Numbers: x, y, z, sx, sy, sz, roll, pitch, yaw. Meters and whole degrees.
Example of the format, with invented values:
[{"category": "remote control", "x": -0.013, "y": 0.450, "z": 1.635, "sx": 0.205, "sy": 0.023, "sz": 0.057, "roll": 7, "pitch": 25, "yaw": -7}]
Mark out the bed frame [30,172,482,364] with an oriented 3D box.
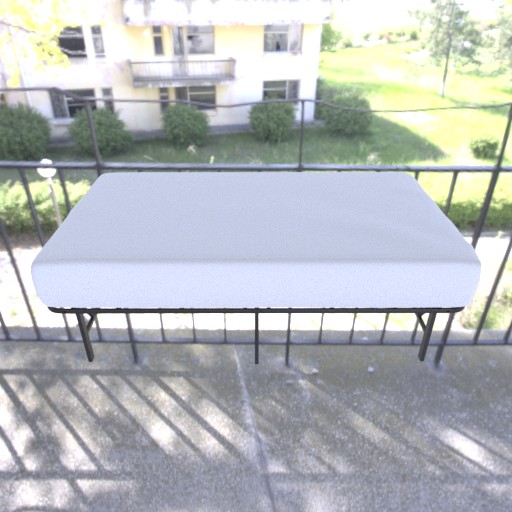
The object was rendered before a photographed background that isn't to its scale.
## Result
[{"category": "bed frame", "x": 0.000, "y": 0.000, "z": 2.382, "sx": 1.908, "sy": 0.640, "sz": 1.025, "roll": 0, "pitch": 32, "yaw": 0}]
